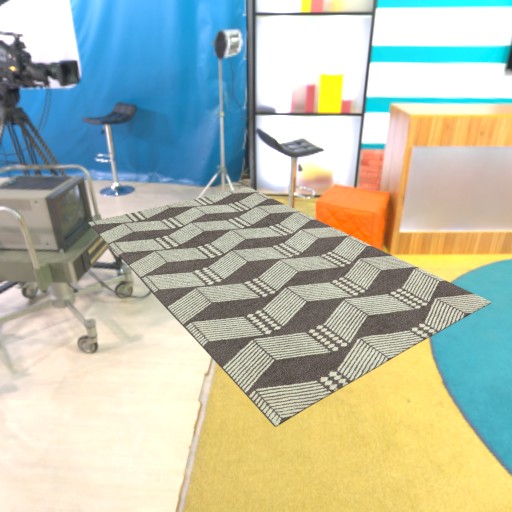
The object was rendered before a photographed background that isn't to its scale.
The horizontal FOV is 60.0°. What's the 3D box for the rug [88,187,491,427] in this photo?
[{"bbox_3d":[0.000,0.000,2.980,1.517,0.011,2.435,-18,32,-31],"label":"rug"}]
